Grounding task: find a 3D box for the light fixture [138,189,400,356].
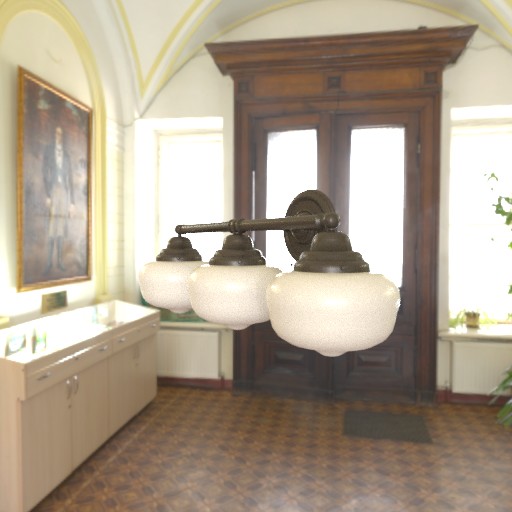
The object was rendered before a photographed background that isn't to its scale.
[{"bbox_3d":[0.000,0.000,0.745,0.239,0.242,0.587,-1,2,-36],"label":"light fixture"}]
